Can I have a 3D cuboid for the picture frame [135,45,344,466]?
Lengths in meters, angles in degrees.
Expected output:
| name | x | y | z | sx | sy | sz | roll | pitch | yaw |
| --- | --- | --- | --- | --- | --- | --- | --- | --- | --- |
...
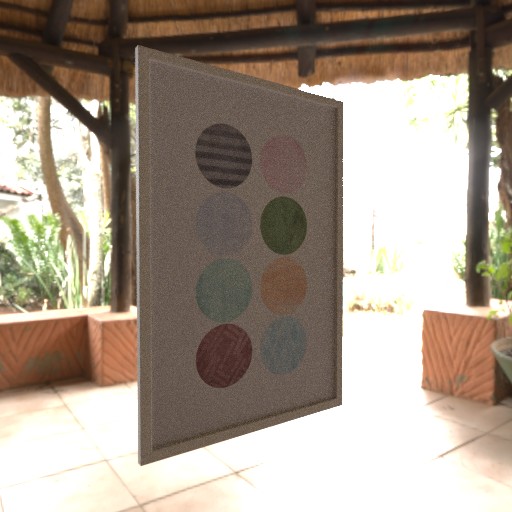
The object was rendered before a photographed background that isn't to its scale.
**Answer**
| name | x | y | z | sx | sy | sz | roll | pitch | yaw |
| --- | --- | --- | --- | --- | --- | --- | --- | --- | --- |
| picture frame | 0.000 | 0.000 | 0.830 | 0.457 | 0.657 | 0.013 | -1 | 2 | -36 |
